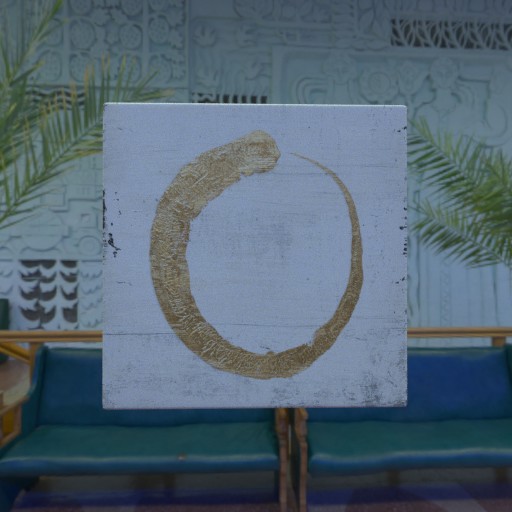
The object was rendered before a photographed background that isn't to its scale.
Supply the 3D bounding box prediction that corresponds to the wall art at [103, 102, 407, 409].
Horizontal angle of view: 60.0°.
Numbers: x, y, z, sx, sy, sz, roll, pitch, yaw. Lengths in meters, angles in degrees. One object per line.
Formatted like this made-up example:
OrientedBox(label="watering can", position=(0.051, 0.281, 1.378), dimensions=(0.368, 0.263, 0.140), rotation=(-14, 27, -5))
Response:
OrientedBox(label="wall art", position=(0.000, 0.000, 1.128), dimensions=(0.762, 0.762, 0.038), rotation=(0, 0, -2))
